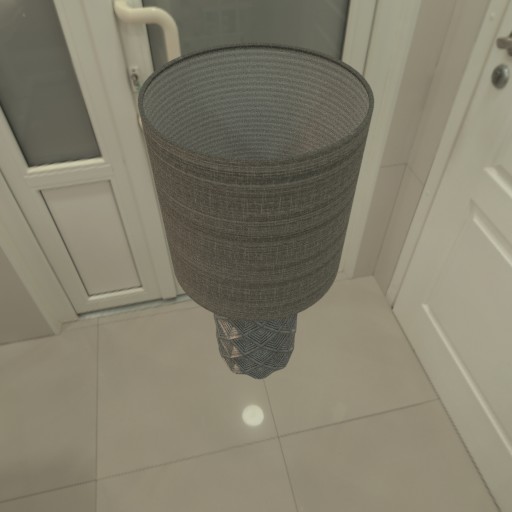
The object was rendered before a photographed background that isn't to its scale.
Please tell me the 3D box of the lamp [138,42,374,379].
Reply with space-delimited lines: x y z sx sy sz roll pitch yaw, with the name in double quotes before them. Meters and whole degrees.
"lamp" 0.000 0.000 0.720 0.269 0.566 0.268 -10 49 -9
